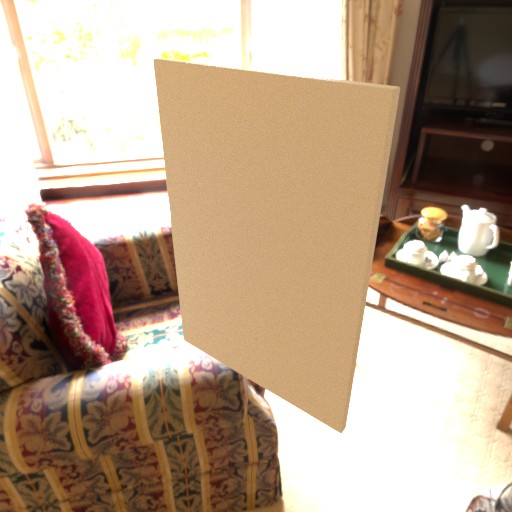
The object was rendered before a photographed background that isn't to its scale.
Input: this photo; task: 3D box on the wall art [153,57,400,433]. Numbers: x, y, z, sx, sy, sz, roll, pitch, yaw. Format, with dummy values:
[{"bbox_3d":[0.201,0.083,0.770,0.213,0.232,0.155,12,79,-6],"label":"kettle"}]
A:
[{"bbox_3d":[0.000,0.000,1.514,0.808,1.183,0.038,22,37,32],"label":"wall art"}]
